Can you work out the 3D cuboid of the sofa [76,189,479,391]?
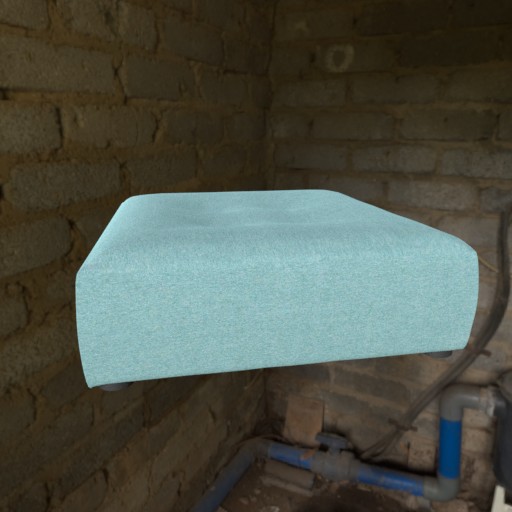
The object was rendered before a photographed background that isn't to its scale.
[{"bbox_3d":[0.000,0.000,1.440,0.930,0.330,0.930,-3,16,-10],"label":"sofa"}]
